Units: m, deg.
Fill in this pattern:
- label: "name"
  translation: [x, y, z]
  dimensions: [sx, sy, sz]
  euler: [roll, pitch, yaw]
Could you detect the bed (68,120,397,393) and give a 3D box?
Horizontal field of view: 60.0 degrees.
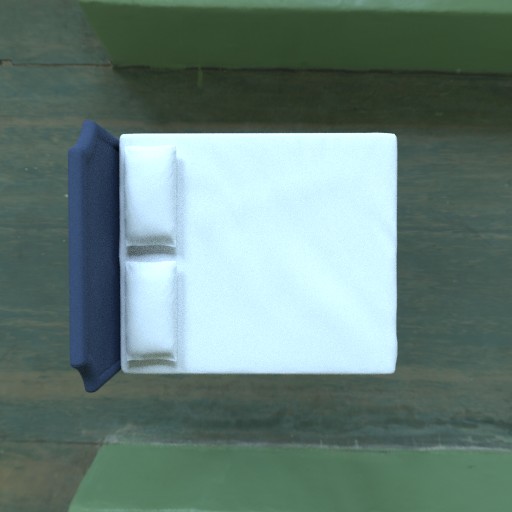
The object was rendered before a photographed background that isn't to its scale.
- label: "bed"
  translation: [0.000, 0.000, 4.012]
  dimensions: [2.773, 1.488, 2.350]
  euler: [0, 91, 1]
